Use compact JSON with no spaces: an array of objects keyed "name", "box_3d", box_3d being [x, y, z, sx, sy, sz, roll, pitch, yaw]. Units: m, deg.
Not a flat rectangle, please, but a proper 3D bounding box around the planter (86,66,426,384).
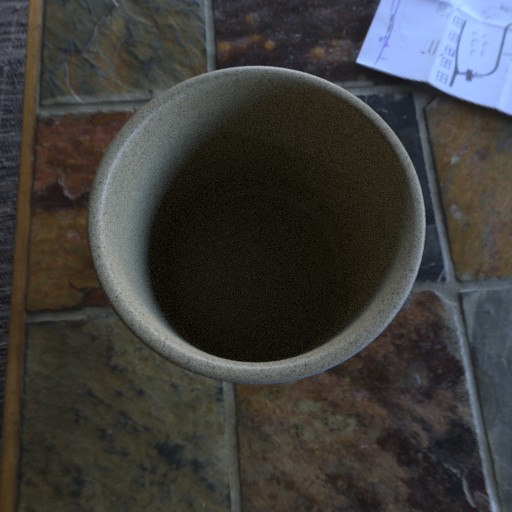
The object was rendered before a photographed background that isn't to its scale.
[{"name":"planter","box_3d":[0.000,0.000,0.409,0.227,0.235,0.227,0,74,0]}]
